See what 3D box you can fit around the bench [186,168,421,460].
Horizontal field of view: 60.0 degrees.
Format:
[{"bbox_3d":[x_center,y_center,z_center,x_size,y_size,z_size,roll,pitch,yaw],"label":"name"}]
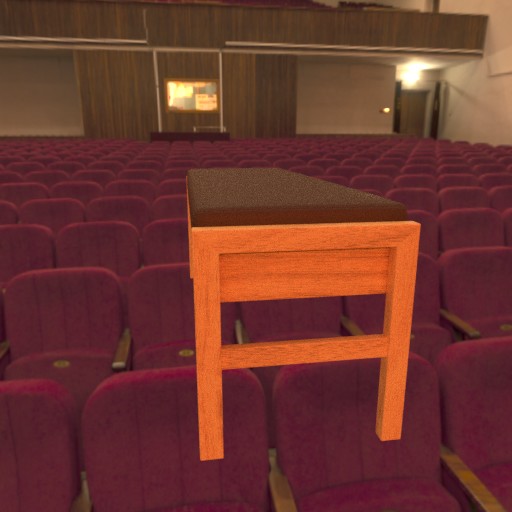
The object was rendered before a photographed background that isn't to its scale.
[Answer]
[{"bbox_3d":[0.000,0.000,1.383,0.405,0.480,1.200,-2,15,-9],"label":"bench"}]
